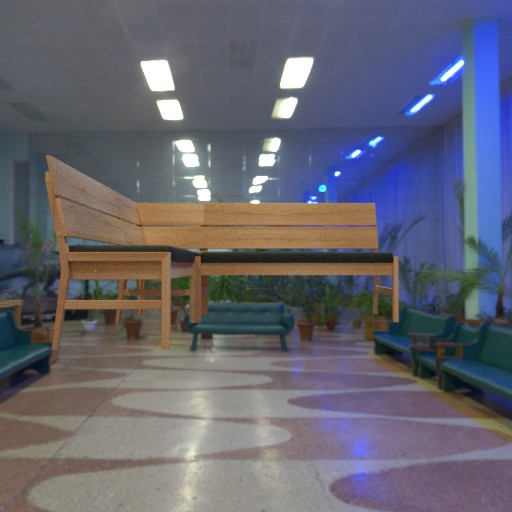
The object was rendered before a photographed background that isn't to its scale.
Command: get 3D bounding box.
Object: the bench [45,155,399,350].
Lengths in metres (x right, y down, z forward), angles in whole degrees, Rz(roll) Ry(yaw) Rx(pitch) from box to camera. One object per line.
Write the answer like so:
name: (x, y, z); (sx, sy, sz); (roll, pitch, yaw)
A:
bench: (0.000, 0.000, 2.805); (1.948, 0.890, 1.548); (0, -1, -1)
